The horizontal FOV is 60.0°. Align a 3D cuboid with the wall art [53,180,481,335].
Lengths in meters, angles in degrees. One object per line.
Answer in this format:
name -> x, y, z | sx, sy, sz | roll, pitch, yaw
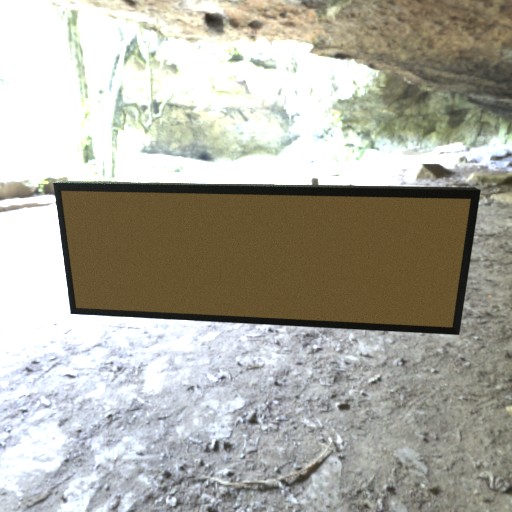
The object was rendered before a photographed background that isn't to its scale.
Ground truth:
wall art -> 0.000, 0.000, 0.948 | 0.860, 0.303, 0.037 | 2, 17, 7
